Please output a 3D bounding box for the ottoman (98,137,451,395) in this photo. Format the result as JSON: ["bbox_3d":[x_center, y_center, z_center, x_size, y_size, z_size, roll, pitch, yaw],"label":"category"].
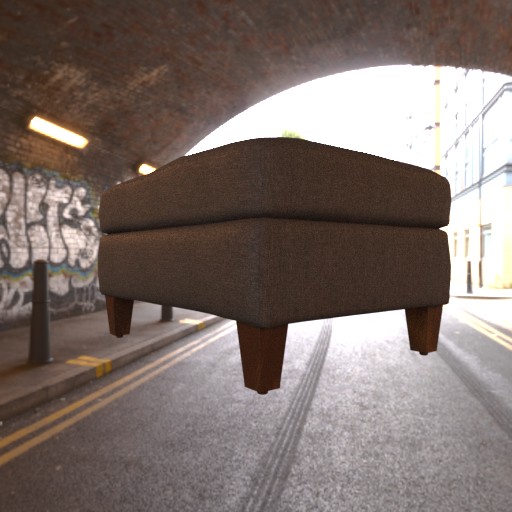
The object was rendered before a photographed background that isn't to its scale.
[{"bbox_3d":[0.000,0.000,1.230,0.639,0.496,0.826,0,0,-38],"label":"ottoman"}]
